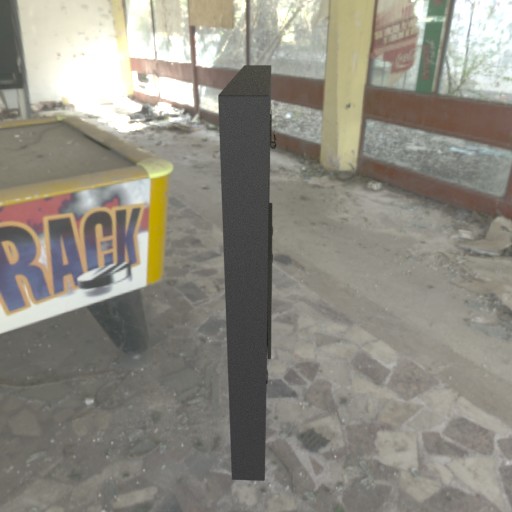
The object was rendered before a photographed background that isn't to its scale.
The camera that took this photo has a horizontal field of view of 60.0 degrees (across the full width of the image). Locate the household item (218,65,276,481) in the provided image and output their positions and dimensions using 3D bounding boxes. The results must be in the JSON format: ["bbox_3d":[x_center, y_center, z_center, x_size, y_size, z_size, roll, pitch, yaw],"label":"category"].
[{"bbox_3d":[0.000,0.000,0.235,0.022,0.178,0.133,1,27,2],"label":"household item"}]
